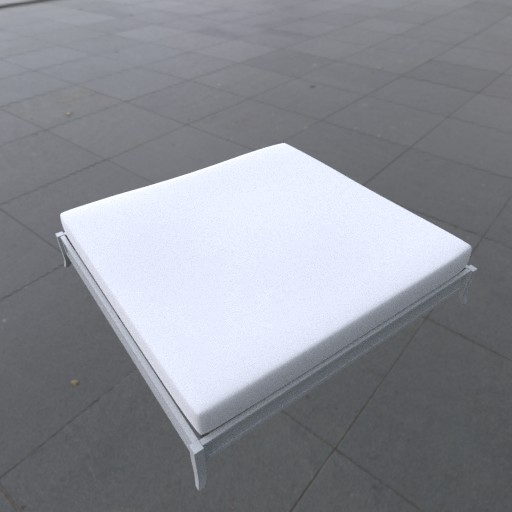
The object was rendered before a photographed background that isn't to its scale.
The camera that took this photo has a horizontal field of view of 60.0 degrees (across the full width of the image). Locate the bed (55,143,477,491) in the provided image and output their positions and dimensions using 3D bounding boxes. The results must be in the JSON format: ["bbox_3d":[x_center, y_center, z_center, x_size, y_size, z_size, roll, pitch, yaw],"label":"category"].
[{"bbox_3d":[0.000,0.000,3.019,2.108,0.510,2.007,-24,45,-27],"label":"bed"}]
